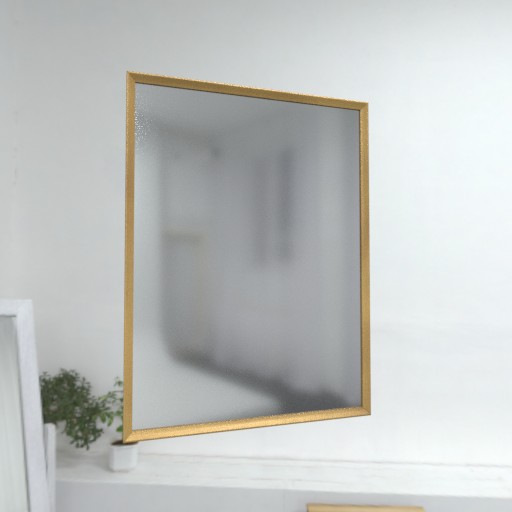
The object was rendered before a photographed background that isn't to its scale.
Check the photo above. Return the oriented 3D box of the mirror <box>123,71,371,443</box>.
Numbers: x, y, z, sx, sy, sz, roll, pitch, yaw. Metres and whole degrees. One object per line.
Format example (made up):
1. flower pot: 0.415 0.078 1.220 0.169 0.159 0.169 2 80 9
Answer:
1. mirror: 0.000 0.000 1.342 0.762 1.016 0.041 1 -2 -18
